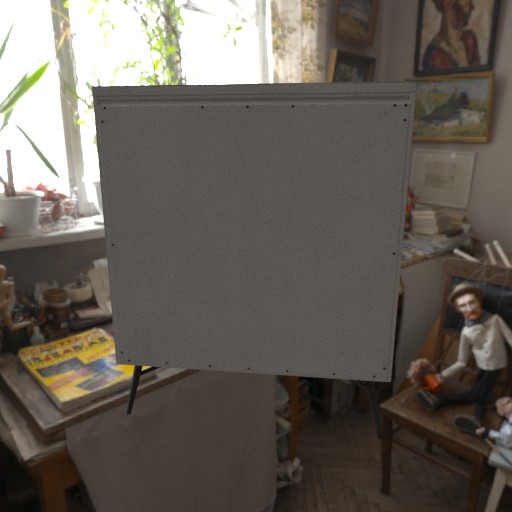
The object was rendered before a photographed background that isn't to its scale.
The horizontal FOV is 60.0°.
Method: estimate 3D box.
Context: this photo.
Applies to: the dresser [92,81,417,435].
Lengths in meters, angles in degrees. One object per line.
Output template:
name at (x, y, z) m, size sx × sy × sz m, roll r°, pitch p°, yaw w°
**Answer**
dresser at (0.000, 0.000, 1.741) m, size 1.016 × 1.219 × 0.457 m, roll 2°, pitch 15°, yaw 7°
